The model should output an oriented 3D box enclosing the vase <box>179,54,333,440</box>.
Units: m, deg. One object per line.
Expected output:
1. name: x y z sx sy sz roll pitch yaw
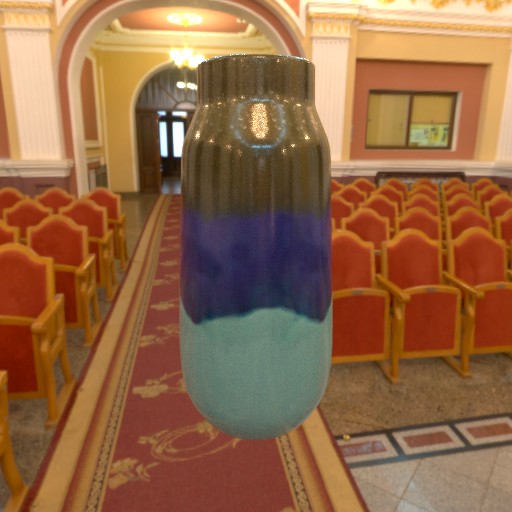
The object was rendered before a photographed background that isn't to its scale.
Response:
1. vase: 0.000 0.000 0.389 0.139 0.313 0.139 0 14 0
